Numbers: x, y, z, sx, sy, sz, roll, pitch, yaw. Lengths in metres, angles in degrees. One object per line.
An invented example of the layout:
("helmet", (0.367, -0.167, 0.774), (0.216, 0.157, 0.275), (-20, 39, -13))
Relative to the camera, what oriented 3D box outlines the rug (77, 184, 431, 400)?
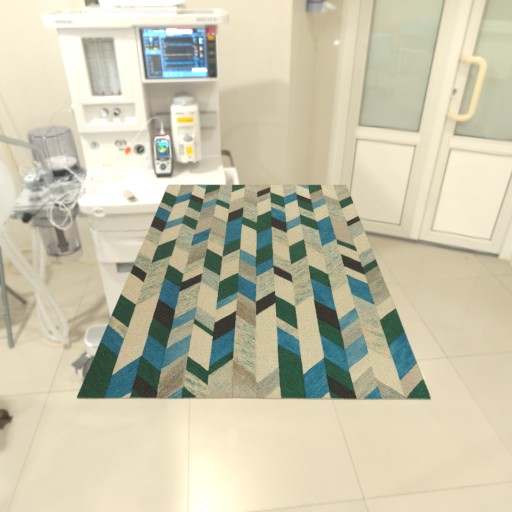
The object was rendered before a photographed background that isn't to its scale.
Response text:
("rug", (0.000, 0.000, 2.283), (1.229, 0.005, 1.827), (0, 33, 0))
